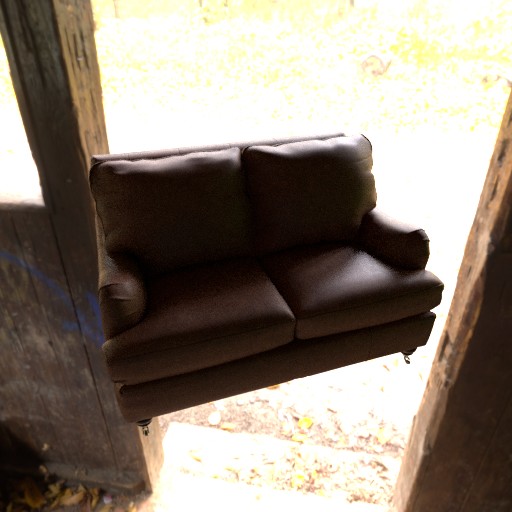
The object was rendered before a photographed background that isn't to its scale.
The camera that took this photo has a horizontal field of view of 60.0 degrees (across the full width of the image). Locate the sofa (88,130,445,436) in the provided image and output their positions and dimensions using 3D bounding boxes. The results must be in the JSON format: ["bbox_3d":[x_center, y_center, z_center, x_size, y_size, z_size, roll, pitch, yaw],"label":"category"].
[{"bbox_3d":[0.000,0.000,2.218,1.527,1.004,1.077,-10,33,-16],"label":"sofa"}]
